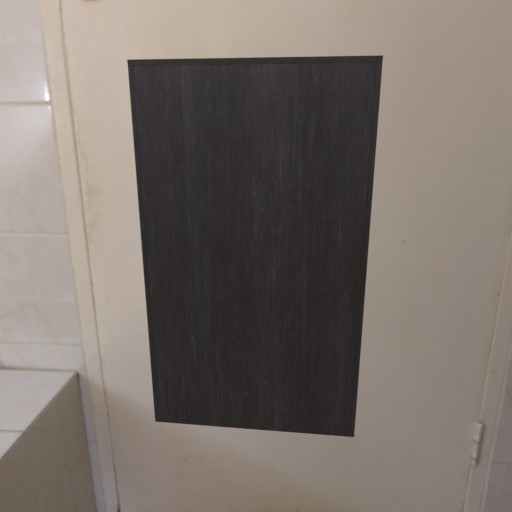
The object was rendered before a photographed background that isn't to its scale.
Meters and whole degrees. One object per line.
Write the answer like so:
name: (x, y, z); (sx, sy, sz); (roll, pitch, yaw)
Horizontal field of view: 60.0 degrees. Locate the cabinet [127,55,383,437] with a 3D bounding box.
cabinet: (0.000, 0.000, 1.592); (0.750, 1.280, 0.250); (2, 17, 6)
